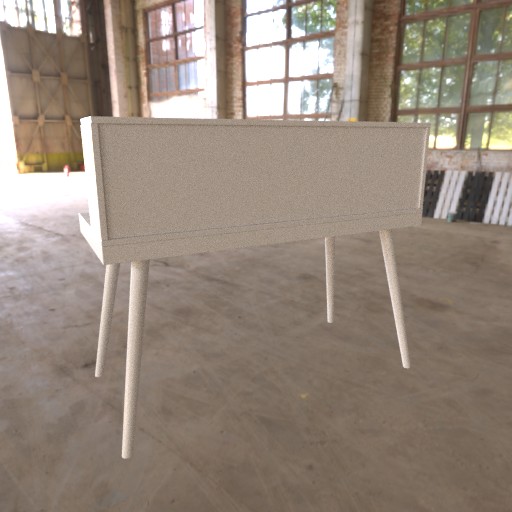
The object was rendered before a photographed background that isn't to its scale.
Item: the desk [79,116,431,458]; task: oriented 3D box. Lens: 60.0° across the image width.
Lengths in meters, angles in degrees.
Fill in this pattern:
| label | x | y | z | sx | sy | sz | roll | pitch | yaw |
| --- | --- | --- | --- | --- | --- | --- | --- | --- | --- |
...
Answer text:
| label | x | y | z | sx | sy | sz | roll | pitch | yaw |
| --- | --- | --- | --- | --- | --- | --- | --- | --- | --- |
| desk | 0.000 | 0.000 | 1.715 | 1.199 | 0.990 | 0.559 | -8 | 17 | -27 |
